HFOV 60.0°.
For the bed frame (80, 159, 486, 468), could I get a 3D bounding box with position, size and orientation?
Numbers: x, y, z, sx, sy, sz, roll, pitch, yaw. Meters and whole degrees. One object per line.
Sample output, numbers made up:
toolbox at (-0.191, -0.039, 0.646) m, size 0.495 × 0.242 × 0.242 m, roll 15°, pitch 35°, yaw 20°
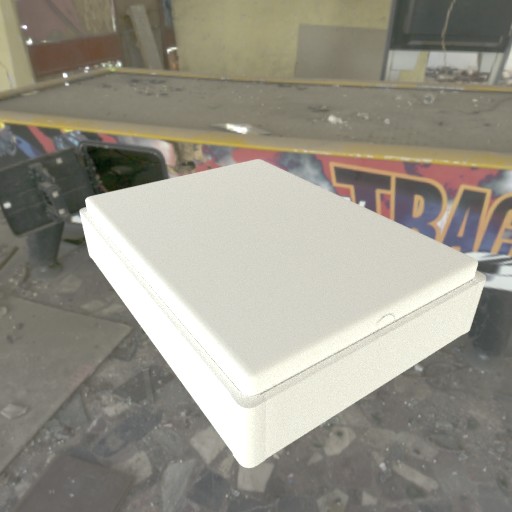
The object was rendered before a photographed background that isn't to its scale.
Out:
bed frame at (0.000, 0.000, 2.499) m, size 1.400 × 0.406 × 1.900 m, roll -19°, pitch 36°, yaw -29°
